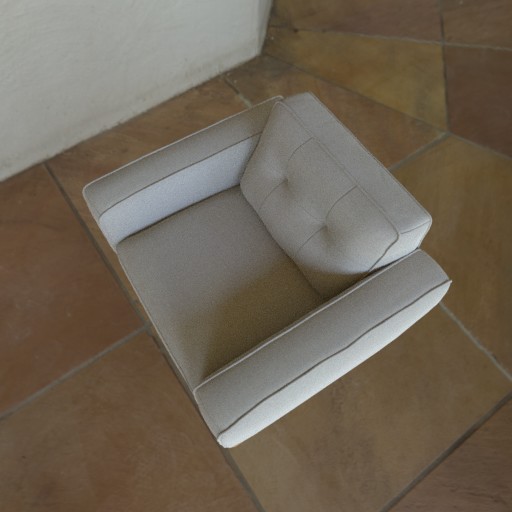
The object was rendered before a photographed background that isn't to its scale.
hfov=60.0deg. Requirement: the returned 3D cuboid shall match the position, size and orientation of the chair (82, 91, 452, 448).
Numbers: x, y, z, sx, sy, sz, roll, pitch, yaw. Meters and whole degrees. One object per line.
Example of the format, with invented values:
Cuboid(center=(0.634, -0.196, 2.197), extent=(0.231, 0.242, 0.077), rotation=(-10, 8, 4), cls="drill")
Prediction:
Cuboid(center=(0.000, 0.000, 1.773), extent=(0.953, 0.779, 1.115), rotation=(-29, 66, -14), cls="chair")
